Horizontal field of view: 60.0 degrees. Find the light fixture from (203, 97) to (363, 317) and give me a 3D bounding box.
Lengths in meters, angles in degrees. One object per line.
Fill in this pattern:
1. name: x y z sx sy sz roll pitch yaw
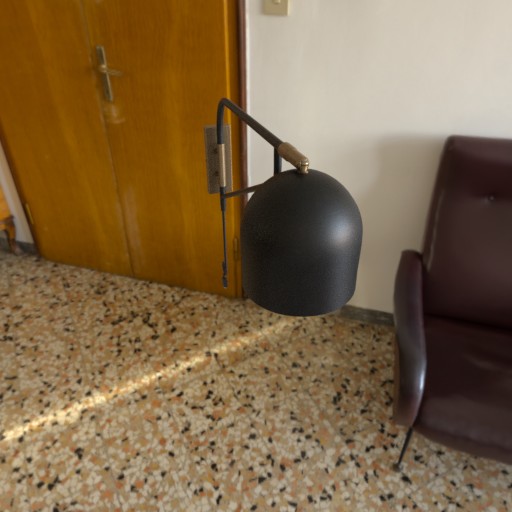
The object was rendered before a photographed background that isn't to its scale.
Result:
1. light fixture: 0.000 0.000 1.099 0.215 0.696 0.720 -11 36 -15
